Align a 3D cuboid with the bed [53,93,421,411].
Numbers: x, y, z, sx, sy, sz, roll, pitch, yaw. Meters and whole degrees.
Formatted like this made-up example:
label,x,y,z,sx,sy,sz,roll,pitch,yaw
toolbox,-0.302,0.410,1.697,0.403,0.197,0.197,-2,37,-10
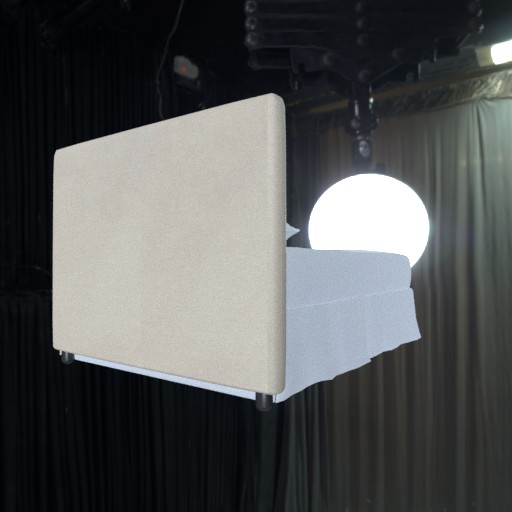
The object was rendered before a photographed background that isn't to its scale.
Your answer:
label,x,y,z,sx,sy,sz,roll,pitch,yaw
bed,0.000,0.000,3.133,1.723,1.330,2.142,0,-1,36
